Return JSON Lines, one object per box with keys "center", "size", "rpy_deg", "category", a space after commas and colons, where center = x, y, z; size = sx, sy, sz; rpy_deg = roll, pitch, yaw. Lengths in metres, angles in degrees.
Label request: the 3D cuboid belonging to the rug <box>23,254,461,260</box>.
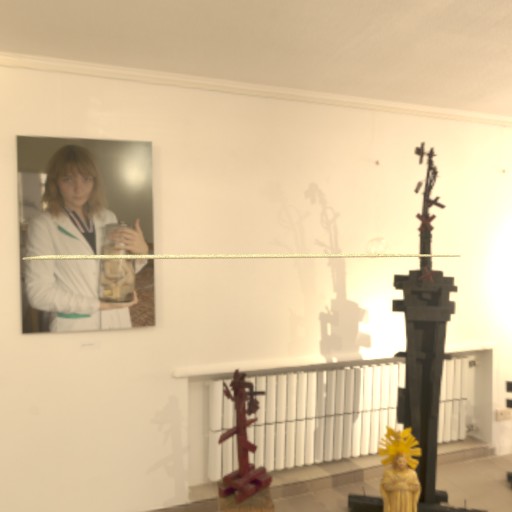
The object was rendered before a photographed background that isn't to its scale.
{"center": [0.000, 0.000, 2.702], "size": [2.435, 0.009, 0.750], "rpy_deg": [0, 1, -19], "category": "rug"}
